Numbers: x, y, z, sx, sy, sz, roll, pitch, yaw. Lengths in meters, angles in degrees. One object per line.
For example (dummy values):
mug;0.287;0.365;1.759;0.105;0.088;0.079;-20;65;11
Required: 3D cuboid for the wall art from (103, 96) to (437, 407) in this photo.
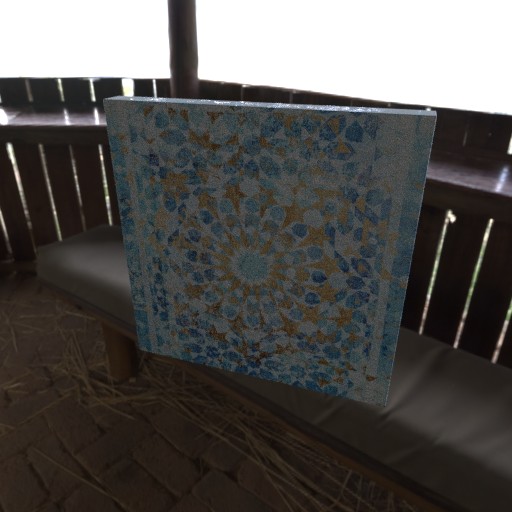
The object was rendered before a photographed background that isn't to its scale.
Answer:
wall art;0.000;0.000;0.620;0.405;0.405;0.037;9;28;17
